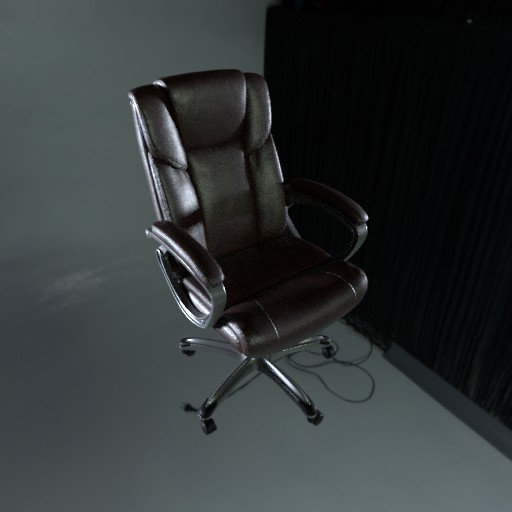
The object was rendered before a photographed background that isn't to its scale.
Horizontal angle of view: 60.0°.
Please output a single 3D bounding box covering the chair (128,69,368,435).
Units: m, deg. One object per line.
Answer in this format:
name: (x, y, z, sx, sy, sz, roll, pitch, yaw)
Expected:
chair: (0.000, 0.000, 1.540, 0.656, 1.128, 0.692, -22, 38, -32)
